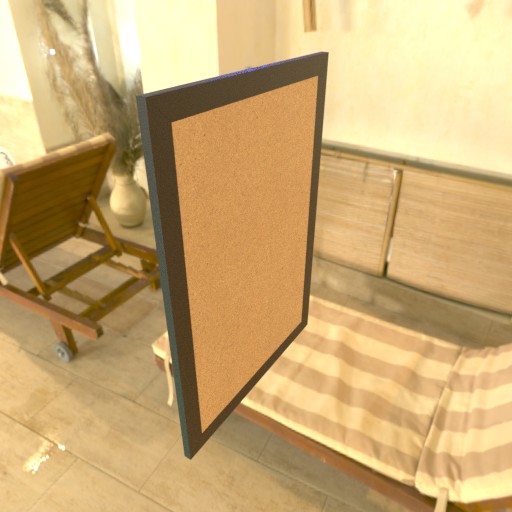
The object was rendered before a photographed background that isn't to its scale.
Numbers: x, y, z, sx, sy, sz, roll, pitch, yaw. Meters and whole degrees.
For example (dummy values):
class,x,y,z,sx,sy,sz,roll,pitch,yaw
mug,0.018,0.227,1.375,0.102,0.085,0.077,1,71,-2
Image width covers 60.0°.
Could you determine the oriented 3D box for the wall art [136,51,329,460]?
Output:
class,x,y,z,sx,sy,sz,roll,pitch,yaw
wall art,0.000,0.000,0.677,0.013,0.534,0.381,19,36,28
